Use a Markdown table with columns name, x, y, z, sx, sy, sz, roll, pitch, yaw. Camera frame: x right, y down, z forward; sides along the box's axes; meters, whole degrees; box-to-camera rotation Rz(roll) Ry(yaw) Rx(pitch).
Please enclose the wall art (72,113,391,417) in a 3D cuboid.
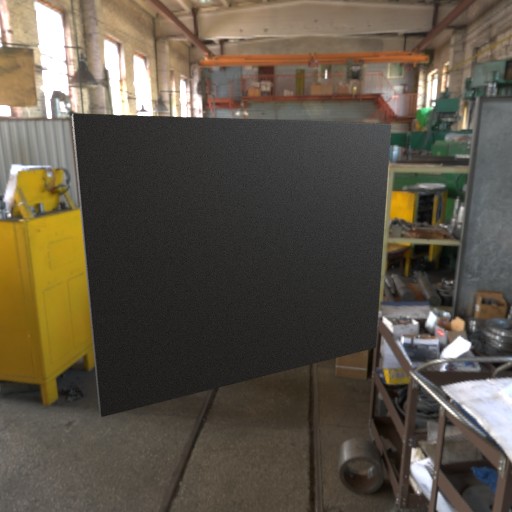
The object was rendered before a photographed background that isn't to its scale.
| name | x | y | z | sx | sy | sz | roll | pitch | yaw |
| --- | --- | --- | --- | --- | --- | --- | --- | --- | --- |
| wall art | 0.000 | 0.000 | 0.775 | 0.558 | 0.457 | 0.031 | -7 | 15 | -26 |
